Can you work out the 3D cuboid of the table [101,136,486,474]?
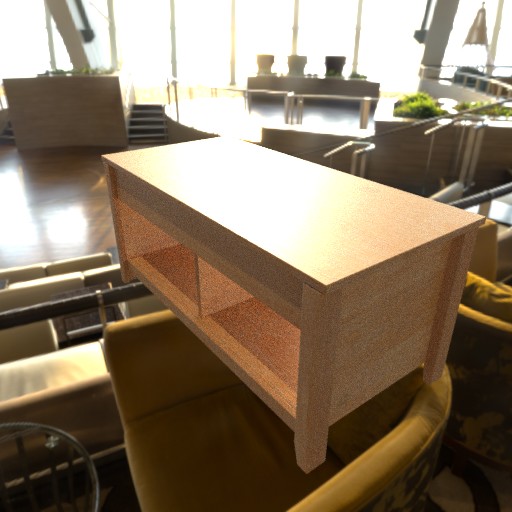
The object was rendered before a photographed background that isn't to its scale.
[{"bbox_3d":[0.000,0.000,1.293,0.483,0.457,1.016,-19,33,-32],"label":"table"}]
